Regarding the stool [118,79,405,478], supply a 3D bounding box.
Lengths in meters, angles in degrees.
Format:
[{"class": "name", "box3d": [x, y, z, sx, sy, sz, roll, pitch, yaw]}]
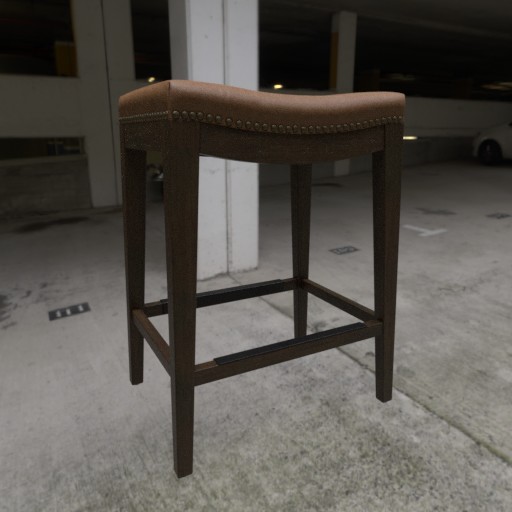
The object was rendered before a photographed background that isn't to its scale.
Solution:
[{"class": "stool", "box3d": [0.000, 0.000, 0.948, 0.500, 0.660, 0.361, -8, 17, -27]}]
